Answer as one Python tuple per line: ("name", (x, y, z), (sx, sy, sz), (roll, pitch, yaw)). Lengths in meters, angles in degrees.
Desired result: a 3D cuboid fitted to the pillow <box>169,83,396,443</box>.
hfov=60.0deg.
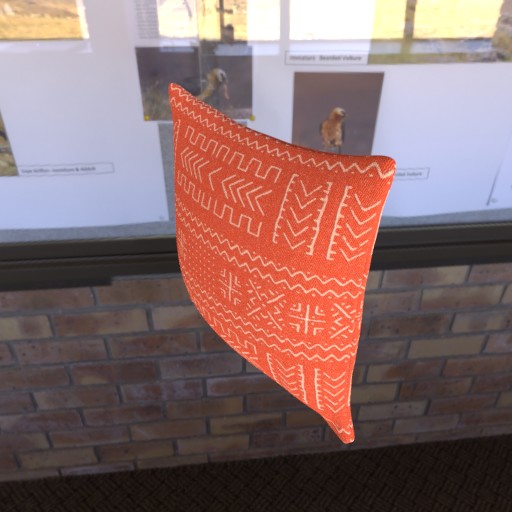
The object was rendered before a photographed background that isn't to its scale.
("pillow", (0.000, 0.000, 0.664), (0.164, 0.429, 0.438), (-22, 38, -31))
